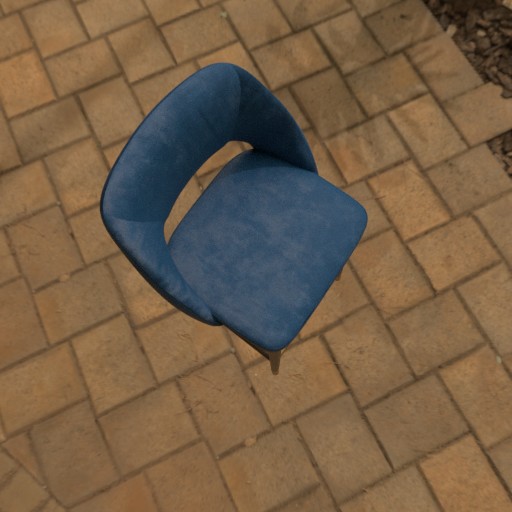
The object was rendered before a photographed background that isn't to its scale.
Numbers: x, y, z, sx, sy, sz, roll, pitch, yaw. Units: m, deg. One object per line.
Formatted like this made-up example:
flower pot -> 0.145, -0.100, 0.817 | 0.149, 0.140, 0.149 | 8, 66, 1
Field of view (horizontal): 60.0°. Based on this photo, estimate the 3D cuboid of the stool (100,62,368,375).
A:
stool -> 0.000, 0.000, 1.286 | 0.515, 1.016, 0.514 | 34, 78, 8
